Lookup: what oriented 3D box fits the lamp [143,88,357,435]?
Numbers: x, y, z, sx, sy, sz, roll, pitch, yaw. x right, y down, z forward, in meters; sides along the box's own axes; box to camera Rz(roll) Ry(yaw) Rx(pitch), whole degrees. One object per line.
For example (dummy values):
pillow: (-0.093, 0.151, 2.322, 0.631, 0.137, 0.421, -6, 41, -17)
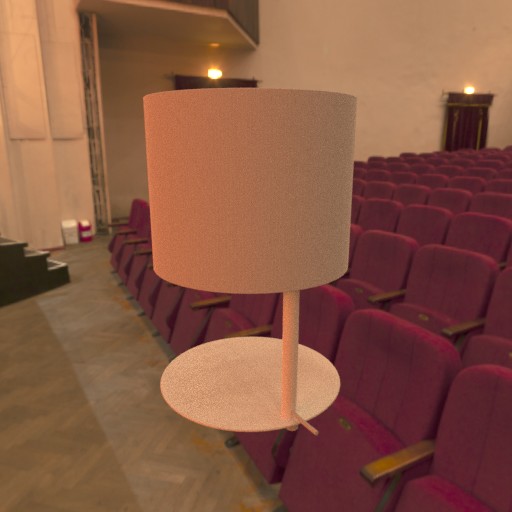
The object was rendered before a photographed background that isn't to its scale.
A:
lamp: (0.000, 0.000, 0.677, 0.299, 0.454, 0.341, -7, 16, -26)
